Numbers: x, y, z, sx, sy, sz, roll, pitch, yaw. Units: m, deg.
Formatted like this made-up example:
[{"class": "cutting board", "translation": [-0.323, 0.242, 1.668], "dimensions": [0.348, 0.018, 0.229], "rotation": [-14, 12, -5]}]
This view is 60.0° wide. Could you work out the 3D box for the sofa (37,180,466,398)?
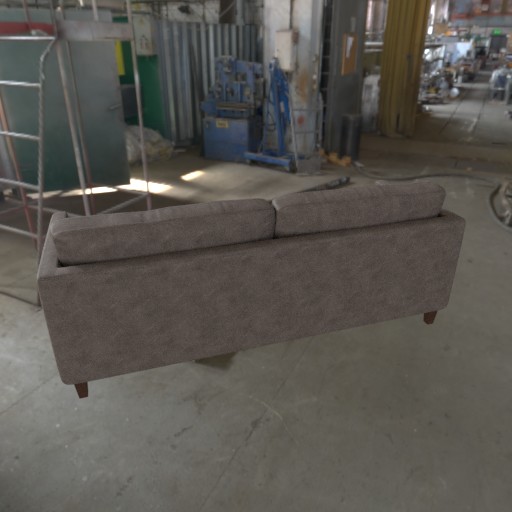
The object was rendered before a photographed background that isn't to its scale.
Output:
[{"class": "sofa", "translation": [0.000, 0.000, 2.866], "dimensions": [2.434, 0.965, 0.951], "rotation": [-8, 27, -16]}]
